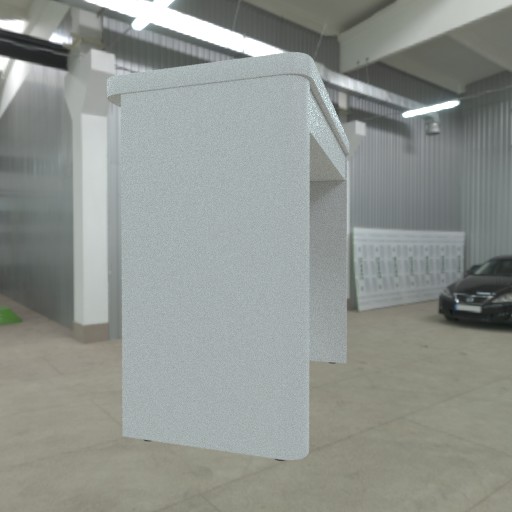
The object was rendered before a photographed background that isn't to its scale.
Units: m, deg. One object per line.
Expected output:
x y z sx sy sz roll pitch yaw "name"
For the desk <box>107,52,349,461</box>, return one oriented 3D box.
0.000 0.000 1.248 0.446 0.760 0.790 0 1 17 "desk"
